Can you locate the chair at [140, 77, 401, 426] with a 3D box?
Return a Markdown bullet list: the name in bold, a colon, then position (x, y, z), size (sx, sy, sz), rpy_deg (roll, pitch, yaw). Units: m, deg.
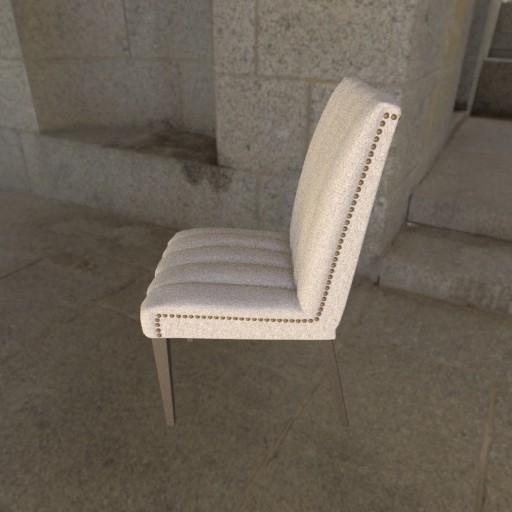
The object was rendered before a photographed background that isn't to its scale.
- **chair**: position (0.000, 0.000, 1.398), size (0.647, 1.016, 0.511), rpy_deg (0, 28, 1)
